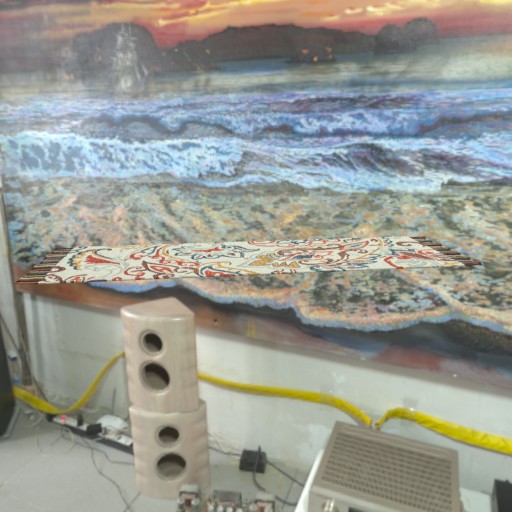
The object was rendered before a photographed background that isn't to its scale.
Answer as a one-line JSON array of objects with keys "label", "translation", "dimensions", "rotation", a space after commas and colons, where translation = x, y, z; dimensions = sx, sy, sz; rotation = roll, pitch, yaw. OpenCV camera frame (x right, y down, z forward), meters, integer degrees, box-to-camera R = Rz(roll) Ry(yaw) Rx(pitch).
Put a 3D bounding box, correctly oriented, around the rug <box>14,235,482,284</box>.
[{"label": "rug", "translation": [0.000, 0.000, 2.870], "dimensions": [2.682, 0.015, 0.763], "rotation": [-2, 16, -7]}]
